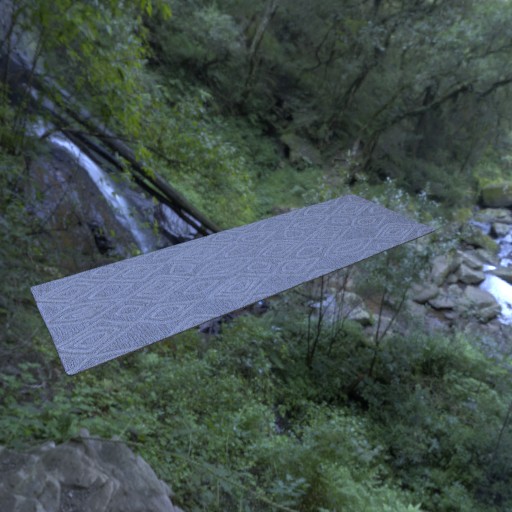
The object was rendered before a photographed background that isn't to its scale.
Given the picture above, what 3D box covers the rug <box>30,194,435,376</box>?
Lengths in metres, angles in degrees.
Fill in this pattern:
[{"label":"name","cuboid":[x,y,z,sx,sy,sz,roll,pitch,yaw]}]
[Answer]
[{"label":"rug","cuboid":[0.000,0.000,2.710,2.436,0.013,0.807,-19,35,-29]}]
